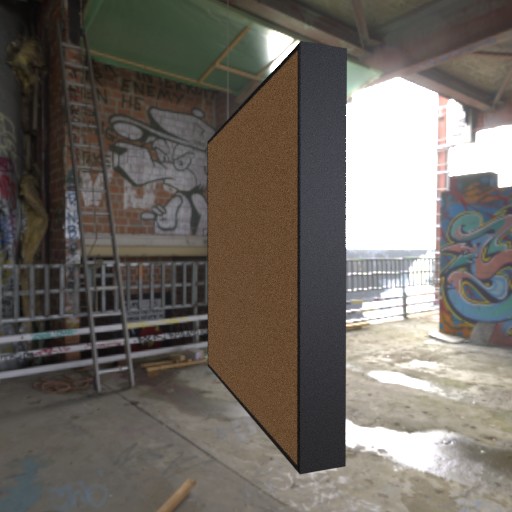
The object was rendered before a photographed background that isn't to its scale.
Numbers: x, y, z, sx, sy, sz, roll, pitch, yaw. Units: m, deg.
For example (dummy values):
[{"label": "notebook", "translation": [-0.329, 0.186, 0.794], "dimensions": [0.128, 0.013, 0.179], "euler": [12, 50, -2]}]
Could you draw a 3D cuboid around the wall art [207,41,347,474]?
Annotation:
[{"label": "wall art", "translation": [0.000, 0.000, 0.459], "dimensions": [0.037, 0.303, 0.304], "euler": [0, 1, -18]}]
